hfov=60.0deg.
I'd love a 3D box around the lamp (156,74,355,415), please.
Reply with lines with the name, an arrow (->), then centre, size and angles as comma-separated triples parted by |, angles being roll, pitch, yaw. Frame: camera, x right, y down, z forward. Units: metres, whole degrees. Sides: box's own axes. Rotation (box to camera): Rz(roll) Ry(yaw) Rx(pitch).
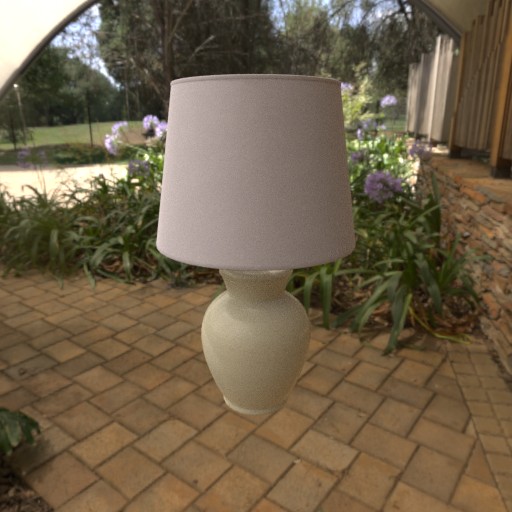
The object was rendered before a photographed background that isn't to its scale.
lamp -> 0.000, 0.000, 0.550 | 0.239, 0.399, 0.239 | 0, 16, 0
